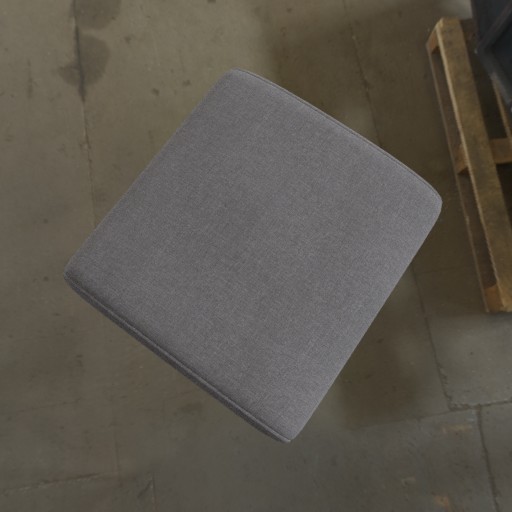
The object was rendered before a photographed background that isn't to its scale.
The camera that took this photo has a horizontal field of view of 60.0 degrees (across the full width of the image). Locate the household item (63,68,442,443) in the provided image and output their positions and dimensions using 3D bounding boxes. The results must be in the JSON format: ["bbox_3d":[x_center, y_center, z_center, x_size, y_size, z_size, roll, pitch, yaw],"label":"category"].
[{"bbox_3d":[0.000,0.000,0.921,0.530,0.410,0.530,35,79,7],"label":"household item"}]
